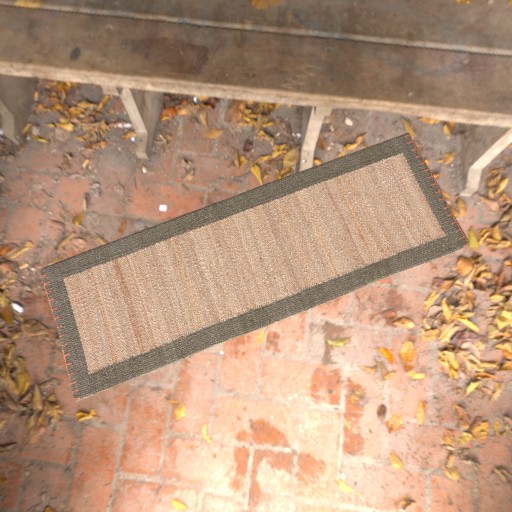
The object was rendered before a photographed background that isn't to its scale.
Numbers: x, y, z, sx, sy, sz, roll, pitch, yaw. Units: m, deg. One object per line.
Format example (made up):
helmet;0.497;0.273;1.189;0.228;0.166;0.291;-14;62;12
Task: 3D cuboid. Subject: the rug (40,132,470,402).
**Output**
rug;0.000;0.000;2.602;2.413;0.016;0.810;-21;76;-6
